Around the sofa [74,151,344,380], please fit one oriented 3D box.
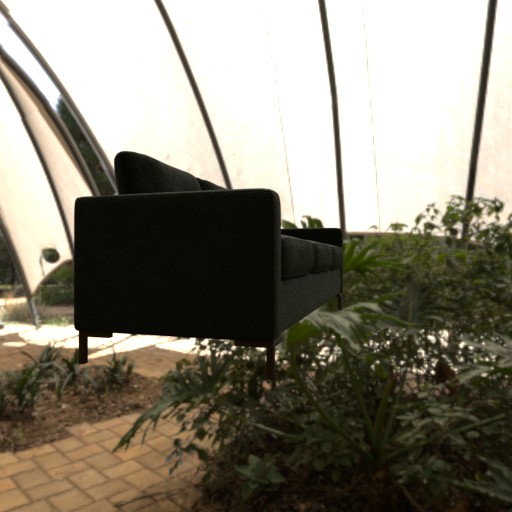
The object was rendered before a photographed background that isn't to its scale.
[{"bbox_3d":[0.000,0.000,2.692,0.859,0.870,2.218,0,0,17],"label":"sofa"}]
